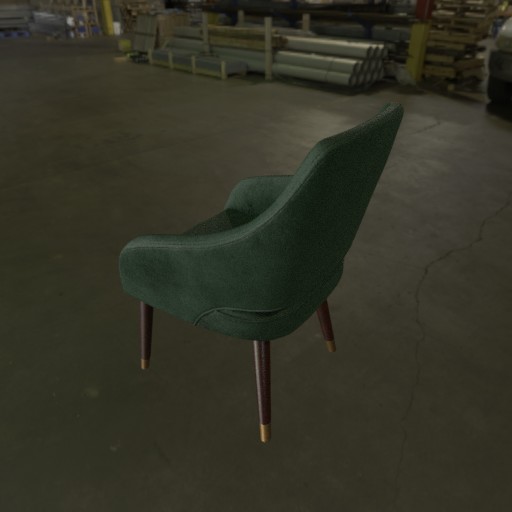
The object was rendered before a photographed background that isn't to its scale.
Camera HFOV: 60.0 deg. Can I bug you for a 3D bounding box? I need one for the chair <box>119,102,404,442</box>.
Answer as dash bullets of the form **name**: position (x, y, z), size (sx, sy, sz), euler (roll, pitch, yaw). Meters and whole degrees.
- **chair**: position (0.000, 0.000, 1.571), size (0.794, 1.081, 0.683), euler (20, 37, 28)
